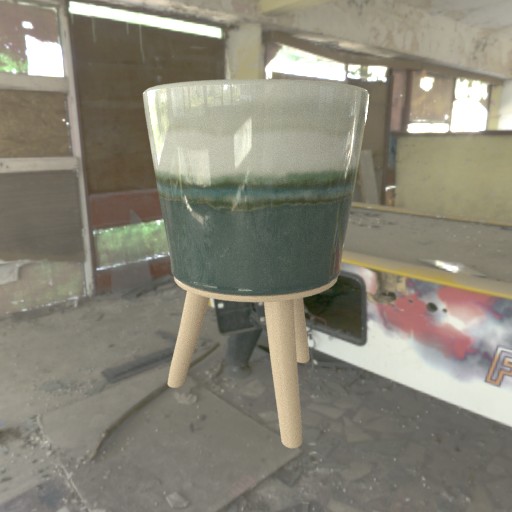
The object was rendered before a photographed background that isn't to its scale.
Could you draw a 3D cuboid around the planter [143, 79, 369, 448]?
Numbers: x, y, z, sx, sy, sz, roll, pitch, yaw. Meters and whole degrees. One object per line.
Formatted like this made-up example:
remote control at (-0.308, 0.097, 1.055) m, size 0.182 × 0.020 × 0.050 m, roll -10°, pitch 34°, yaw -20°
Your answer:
planter at (0.000, 0.000, 0.477) m, size 0.217 × 0.331 × 0.217 m, roll -2°, pitch 15°, yaw -8°
